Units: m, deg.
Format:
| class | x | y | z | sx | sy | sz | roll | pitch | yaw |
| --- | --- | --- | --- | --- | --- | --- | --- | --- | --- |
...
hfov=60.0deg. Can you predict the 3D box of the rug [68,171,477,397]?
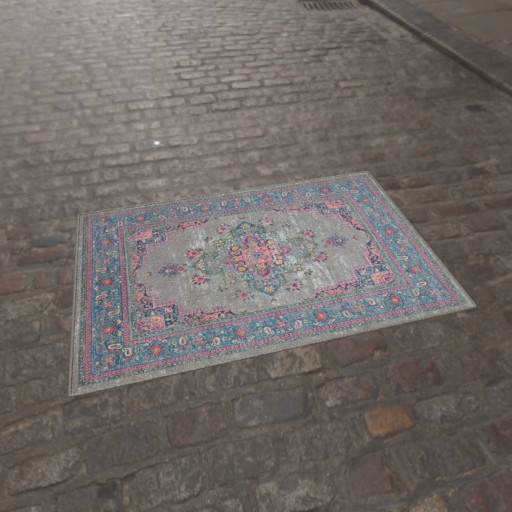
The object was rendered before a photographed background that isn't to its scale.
| class | x | y | z | sx | sy | sz | roll | pitch | yaw |
| --- | --- | --- | --- | --- | --- | --- | --- | --- | --- |
| rug | 0.000 | 0.000 | 2.216 | 1.748 | 0.014 | 1.144 | -10 | 44 | -10 |
